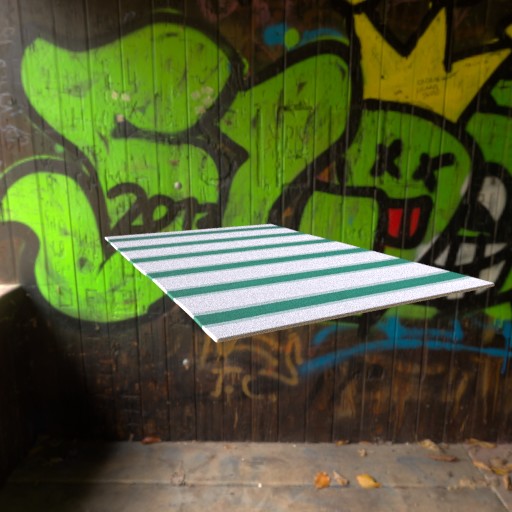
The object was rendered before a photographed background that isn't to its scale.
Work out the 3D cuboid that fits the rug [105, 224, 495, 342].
[{"bbox_3d":[0.000,0.000,2.295,1.210,0.012,1.829,-7,14,-27],"label":"rug"}]
